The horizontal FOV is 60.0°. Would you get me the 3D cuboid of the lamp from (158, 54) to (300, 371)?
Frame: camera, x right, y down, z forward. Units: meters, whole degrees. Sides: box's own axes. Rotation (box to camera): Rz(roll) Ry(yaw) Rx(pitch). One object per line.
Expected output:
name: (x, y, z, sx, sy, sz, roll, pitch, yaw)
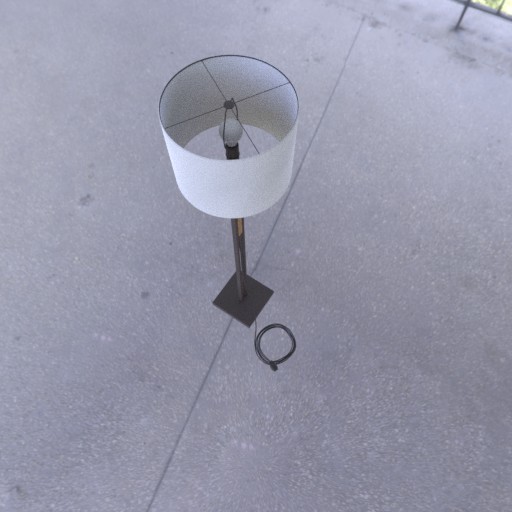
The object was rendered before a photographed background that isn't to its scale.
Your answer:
lamp: (0.000, 0.000, 1.978, 0.639, 1.650, 0.474, 31, 68, 14)
